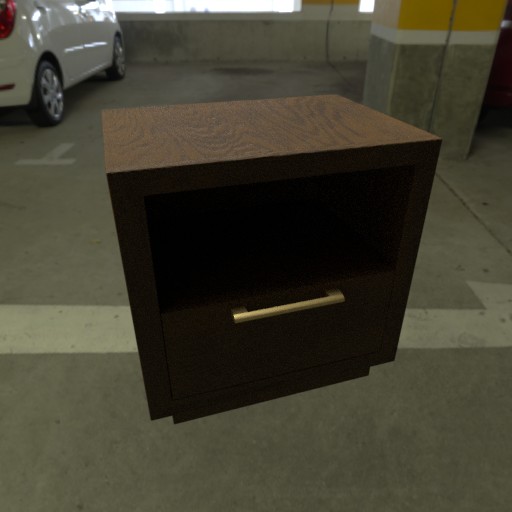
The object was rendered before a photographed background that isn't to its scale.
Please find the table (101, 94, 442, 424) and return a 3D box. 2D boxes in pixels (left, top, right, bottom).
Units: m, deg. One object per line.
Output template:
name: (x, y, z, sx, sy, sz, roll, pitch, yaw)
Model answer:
table: (0.000, 0.000, 0.996, 0.560, 0.585, 0.439, -9, 32, -15)
